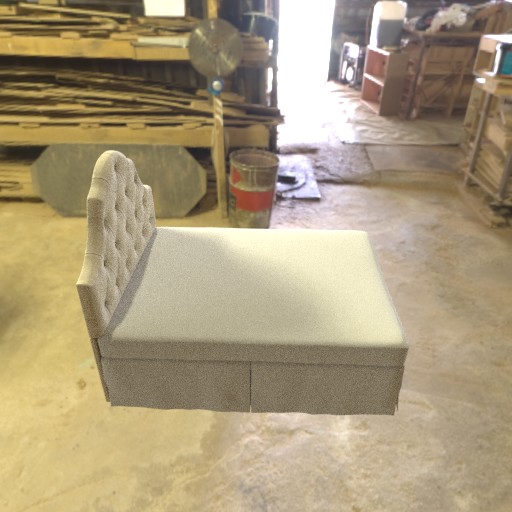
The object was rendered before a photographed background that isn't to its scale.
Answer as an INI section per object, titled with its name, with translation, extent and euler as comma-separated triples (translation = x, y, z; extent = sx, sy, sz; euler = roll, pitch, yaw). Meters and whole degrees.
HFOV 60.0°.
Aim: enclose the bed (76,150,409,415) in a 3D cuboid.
[bed]
translation = 0.000, 0.000, 3.371
extent = 2.092, 1.575, 1.627
euler = 1, 32, 2
